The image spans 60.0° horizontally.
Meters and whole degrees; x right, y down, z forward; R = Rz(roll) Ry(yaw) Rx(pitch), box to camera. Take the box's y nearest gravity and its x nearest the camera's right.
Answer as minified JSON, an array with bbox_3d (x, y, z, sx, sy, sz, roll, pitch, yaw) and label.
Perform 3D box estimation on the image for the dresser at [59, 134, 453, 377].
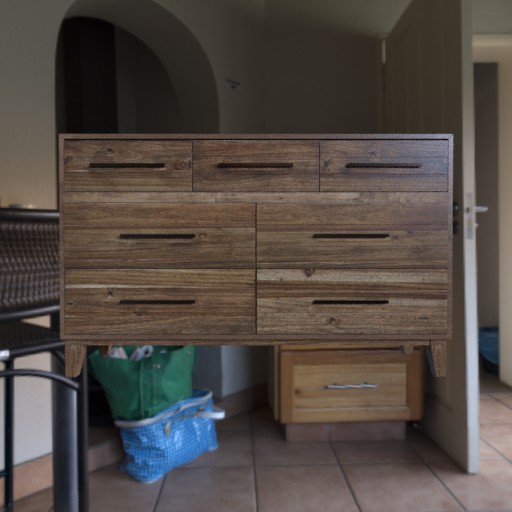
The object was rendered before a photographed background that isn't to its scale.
[{"bbox_3d":[0.000,0.000,1.788,1.400,0.873,0.446,0,1,0],"label":"dresser"}]
